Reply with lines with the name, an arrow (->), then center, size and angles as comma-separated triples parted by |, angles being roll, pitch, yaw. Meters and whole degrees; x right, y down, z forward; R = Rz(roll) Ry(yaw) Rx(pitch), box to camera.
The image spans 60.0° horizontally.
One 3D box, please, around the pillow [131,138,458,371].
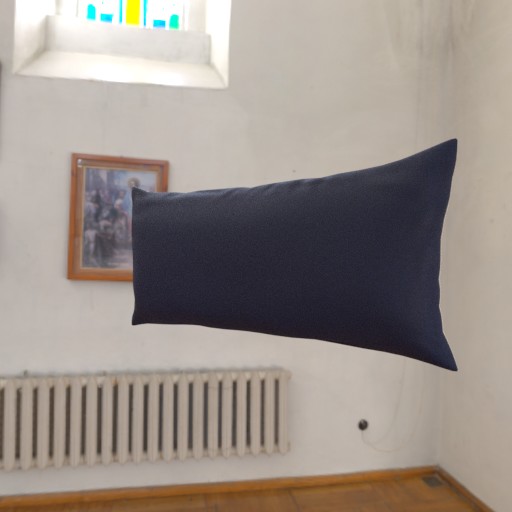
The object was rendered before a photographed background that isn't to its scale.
pillow -> 0.000, 0.000, 0.721 | 0.610, 0.287, 0.151 | 0, 0, 35
